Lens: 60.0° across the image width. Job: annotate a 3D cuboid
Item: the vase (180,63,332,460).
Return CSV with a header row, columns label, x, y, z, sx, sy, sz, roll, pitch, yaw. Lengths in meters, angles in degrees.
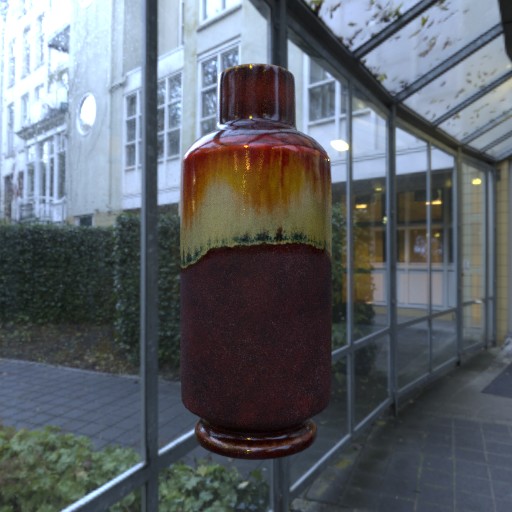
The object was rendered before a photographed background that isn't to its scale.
label,x,y,z,sx,sy,sz,roll,pitch,yaw
vase,0.000,0.000,0.328,0.111,0.261,0.111,0,0,0
